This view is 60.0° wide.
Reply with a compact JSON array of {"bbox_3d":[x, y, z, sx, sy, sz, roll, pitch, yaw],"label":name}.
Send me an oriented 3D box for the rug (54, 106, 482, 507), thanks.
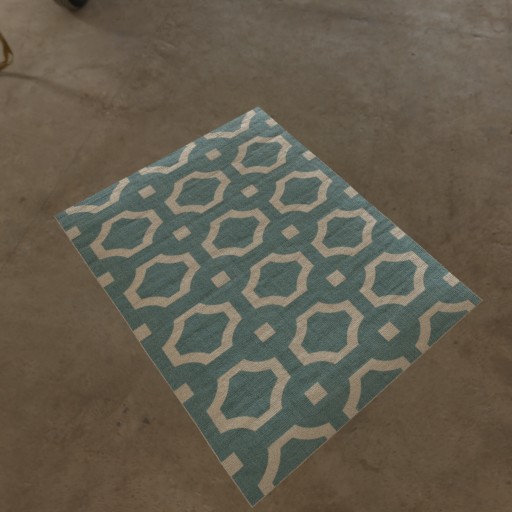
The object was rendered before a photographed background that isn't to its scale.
[{"bbox_3d":[0.000,0.000,3.957,2.466,0.021,3.049,-34,64,-19],"label":"rug"}]
